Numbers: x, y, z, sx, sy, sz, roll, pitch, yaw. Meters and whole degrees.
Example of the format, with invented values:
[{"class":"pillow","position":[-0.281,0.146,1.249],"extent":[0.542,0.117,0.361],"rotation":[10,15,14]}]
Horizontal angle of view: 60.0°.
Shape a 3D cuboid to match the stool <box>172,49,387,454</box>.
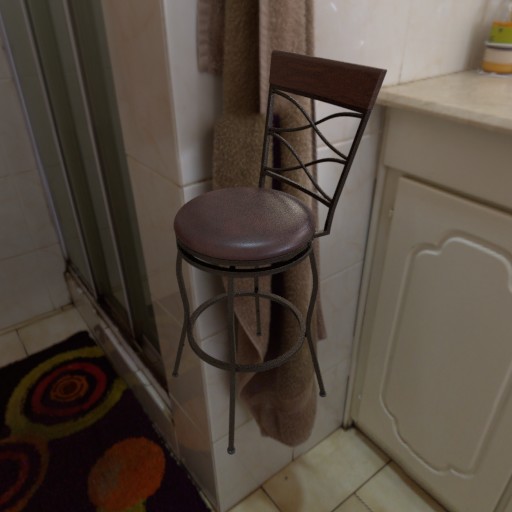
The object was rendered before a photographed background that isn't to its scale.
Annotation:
[{"class":"stool","position":[0.000,0.000,1.418],"extent":[0.513,1.130,0.448],"rotation":[-20,37,-29]}]
